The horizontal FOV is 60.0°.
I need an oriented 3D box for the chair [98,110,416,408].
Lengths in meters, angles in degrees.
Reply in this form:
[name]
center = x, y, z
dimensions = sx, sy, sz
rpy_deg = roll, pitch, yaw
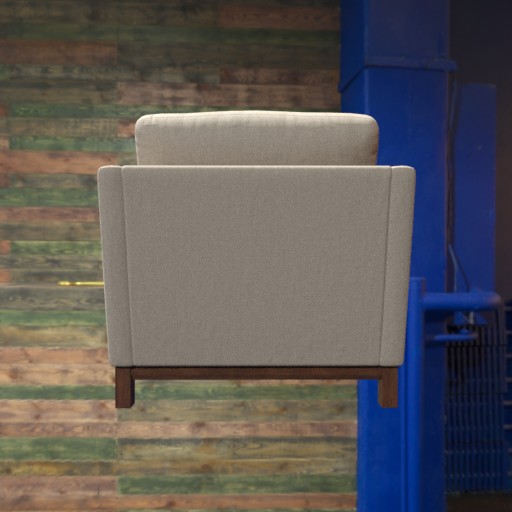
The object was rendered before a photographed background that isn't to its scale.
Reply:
[chair]
center = 0.000, 0.000, 1.715
dimensions = 0.912, 0.916, 1.001
rpy_deg = 0, 0, 0
